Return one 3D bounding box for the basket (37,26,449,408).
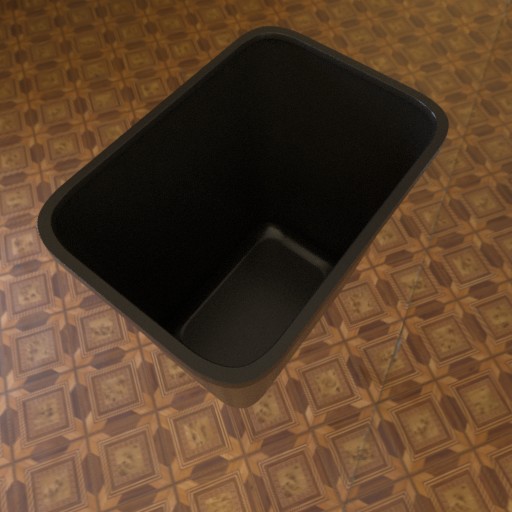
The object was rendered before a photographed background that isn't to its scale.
[{"bbox_3d":[0.000,0.000,0.480,0.211,0.307,0.300,35,68,16],"label":"basket"}]
